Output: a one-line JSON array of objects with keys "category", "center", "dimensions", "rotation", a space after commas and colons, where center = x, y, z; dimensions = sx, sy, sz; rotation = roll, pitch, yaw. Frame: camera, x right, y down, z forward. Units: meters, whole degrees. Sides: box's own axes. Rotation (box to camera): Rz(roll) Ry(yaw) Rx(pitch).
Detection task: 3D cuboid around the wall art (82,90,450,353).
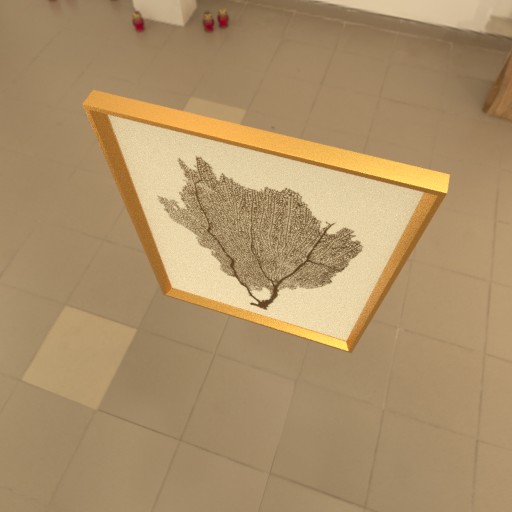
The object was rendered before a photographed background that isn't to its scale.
[{"category": "wall art", "center": [0.000, 0.000, 1.043], "dimensions": [0.610, 0.762, 0.038], "rotation": [16, 61, 9]}]
